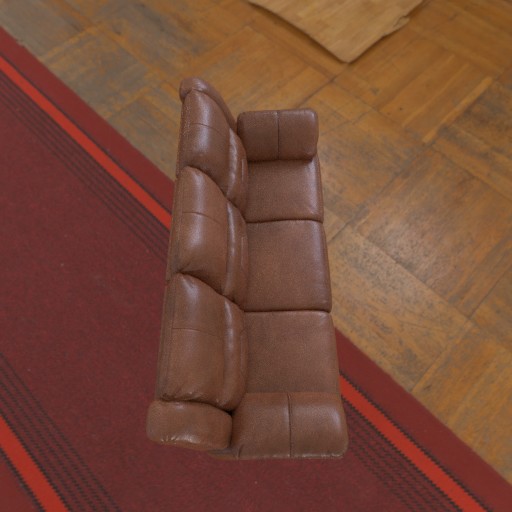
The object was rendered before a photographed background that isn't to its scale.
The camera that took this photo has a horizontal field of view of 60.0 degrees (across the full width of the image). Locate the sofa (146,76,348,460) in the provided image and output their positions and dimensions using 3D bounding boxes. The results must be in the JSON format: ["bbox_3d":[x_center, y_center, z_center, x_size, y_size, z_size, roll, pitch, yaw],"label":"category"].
[{"bbox_3d":[0.000,0.000,2.794,0.991,1.043,2.337,0,63,0],"label":"sofa"}]
